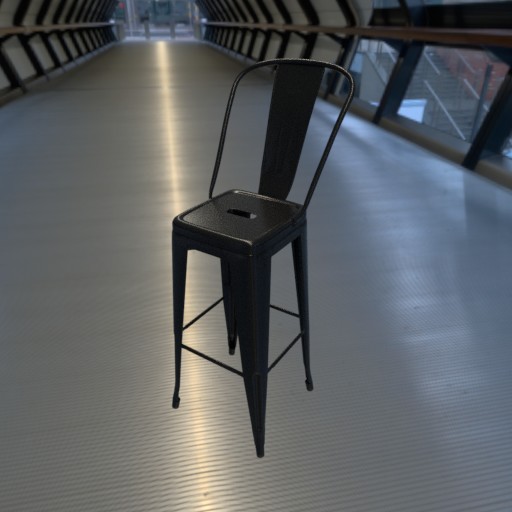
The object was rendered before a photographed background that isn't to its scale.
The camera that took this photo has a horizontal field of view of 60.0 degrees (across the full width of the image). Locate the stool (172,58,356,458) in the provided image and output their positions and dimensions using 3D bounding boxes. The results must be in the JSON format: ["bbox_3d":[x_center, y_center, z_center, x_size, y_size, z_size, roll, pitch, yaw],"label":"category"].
[{"bbox_3d":[0.000,0.000,1.387,0.399,1.096,0.513,18,33,29],"label":"stool"}]
